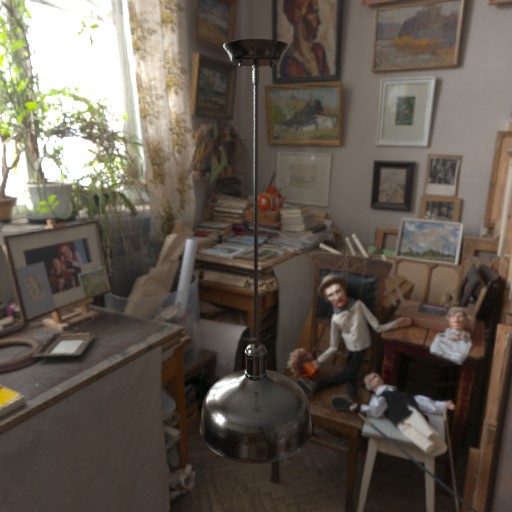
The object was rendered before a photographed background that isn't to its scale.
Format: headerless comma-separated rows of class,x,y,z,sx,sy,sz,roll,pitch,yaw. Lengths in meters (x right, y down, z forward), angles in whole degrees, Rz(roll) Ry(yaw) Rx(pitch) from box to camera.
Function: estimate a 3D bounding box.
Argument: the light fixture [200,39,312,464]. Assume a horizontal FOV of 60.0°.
light fixture,0.000,0.000,1.074,0.299,0.935,0.299,-2,15,-9
